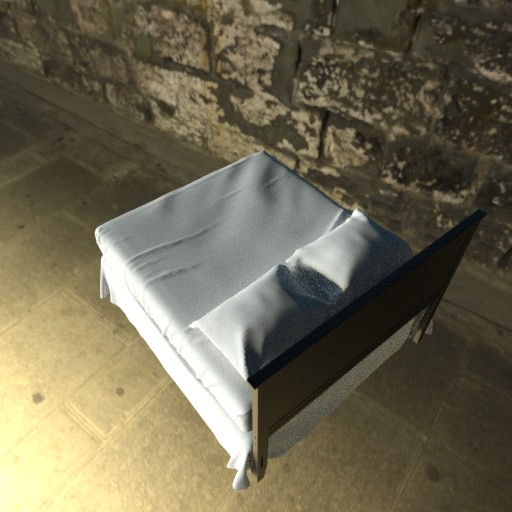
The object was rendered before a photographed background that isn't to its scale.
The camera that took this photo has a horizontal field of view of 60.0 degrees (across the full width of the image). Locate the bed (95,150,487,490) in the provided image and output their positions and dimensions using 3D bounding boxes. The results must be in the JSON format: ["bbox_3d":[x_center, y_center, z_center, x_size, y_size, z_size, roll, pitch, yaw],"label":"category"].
[{"bbox_3d":[0.000,0.000,3.093,1.870,1.270,2.050,-31,54,-25],"label":"bed"}]
